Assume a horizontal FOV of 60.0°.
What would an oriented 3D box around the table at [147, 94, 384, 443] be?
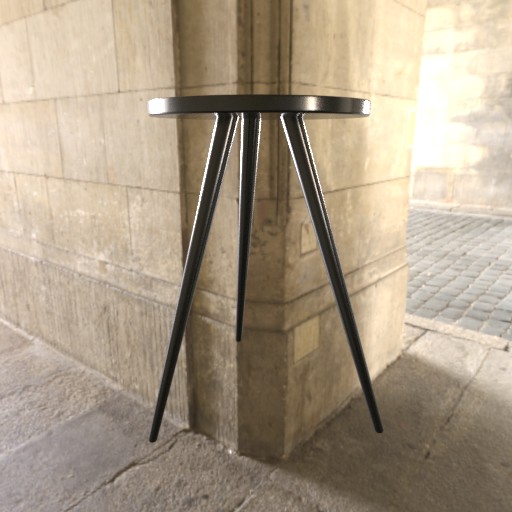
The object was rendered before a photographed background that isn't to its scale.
[{"bbox_3d":[0.000,0.000,0.844,0.403,0.548,0.415,-2,16,-7],"label":"table"}]
